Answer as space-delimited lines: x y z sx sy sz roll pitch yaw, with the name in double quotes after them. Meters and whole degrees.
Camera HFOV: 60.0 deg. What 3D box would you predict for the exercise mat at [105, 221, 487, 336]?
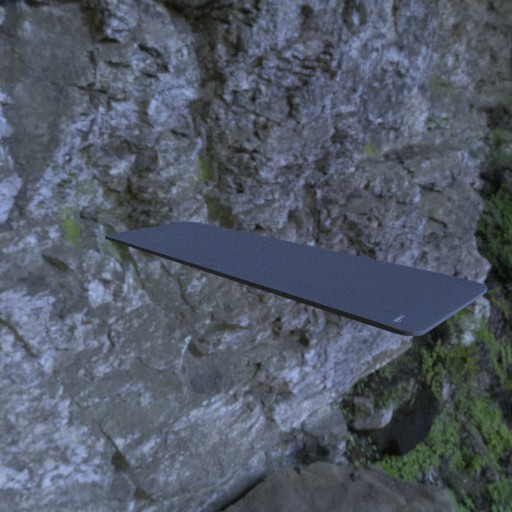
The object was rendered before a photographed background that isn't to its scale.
0.000 0.000 2.092 1.884 0.021 0.616 14 21 43 "exercise mat"
